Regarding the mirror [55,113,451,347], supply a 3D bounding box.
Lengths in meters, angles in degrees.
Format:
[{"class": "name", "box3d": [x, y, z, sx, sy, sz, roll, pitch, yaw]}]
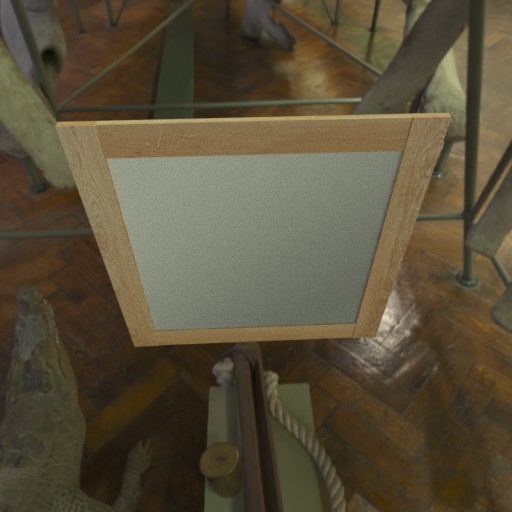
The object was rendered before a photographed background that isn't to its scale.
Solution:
[{"class": "mirror", "box3d": [0.000, 0.000, 1.188, 0.800, 0.800, 0.020, -2, 46, -2]}]
